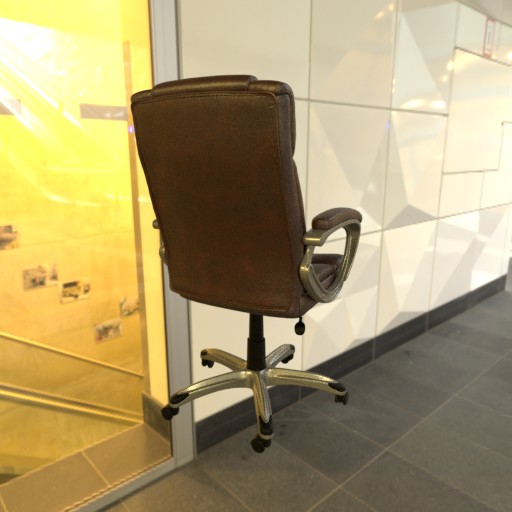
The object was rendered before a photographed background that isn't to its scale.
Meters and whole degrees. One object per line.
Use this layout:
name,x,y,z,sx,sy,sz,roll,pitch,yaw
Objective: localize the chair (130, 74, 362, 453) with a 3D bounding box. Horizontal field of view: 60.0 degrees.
chair,0.000,0.000,1.590,0.656,1.128,0.692,7,15,28
